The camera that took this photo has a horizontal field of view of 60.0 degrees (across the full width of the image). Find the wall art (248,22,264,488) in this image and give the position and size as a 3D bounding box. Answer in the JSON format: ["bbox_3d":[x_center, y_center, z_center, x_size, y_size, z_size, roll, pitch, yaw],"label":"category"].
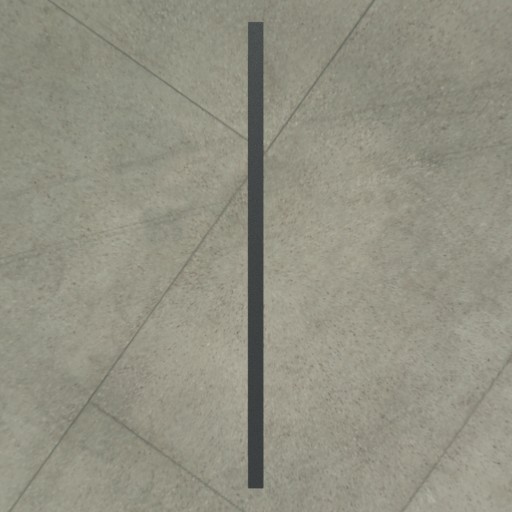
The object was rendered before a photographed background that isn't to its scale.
[{"bbox_3d":[0.000,0.000,0.563,0.016,0.306,0.432,0,89,0],"label":"wall art"}]
